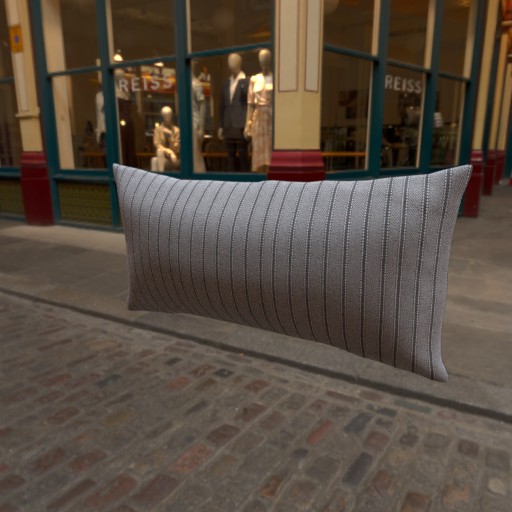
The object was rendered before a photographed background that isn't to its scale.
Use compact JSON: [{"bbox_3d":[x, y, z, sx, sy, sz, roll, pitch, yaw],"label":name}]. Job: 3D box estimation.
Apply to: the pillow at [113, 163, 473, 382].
[{"bbox_3d":[0.000,0.000,0.721,0.609,0.305,0.151,8,16,28],"label":"pillow"}]
